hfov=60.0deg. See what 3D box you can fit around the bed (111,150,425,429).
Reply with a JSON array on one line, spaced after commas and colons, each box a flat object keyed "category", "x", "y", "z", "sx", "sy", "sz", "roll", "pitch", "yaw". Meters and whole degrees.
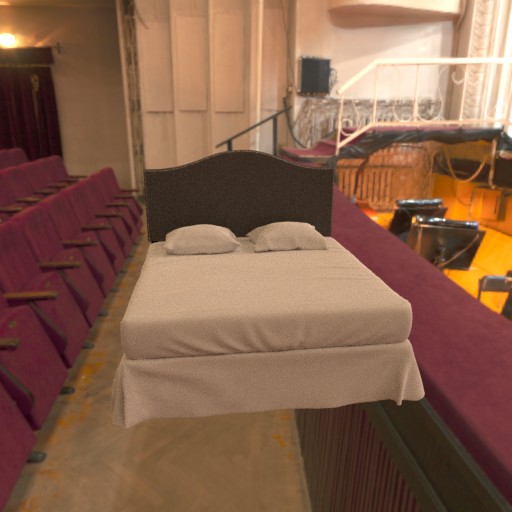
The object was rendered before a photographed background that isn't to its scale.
[{"category": "bed", "x": 0.000, "y": 0.000, "z": 3.808, "sx": 2.314, "sy": 1.651, "sz": 2.219, "roll": -2, "pitch": 17, "yaw": -7}]
